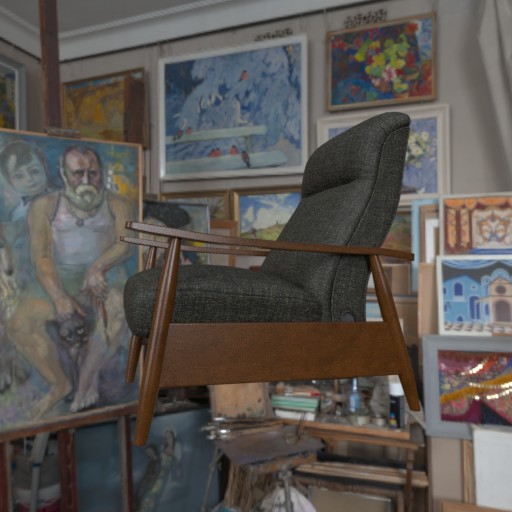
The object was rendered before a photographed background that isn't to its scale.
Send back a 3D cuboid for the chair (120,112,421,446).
[{"bbox_3d":[0.000,0.000,1.744,1.014,1.082,0.762,0,-1,-18],"label":"chair"}]
